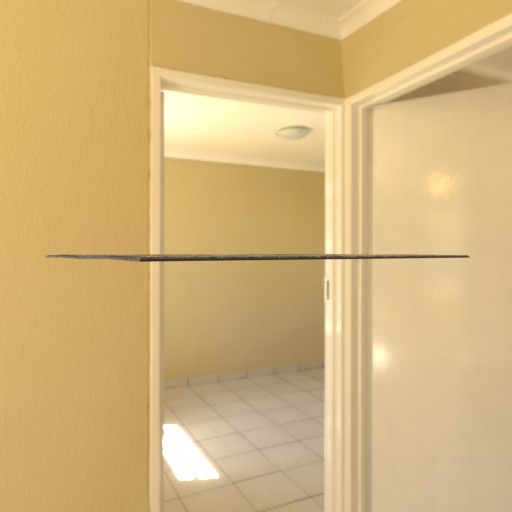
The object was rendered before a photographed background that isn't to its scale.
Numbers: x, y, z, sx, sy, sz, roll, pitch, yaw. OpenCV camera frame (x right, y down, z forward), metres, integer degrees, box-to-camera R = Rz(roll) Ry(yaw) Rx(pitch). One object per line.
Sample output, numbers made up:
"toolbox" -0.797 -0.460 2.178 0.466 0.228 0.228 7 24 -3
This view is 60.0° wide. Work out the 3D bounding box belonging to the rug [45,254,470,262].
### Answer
"rug" 0.000 0.000 4.704 3.612 0.035 2.716 0 1 -36
